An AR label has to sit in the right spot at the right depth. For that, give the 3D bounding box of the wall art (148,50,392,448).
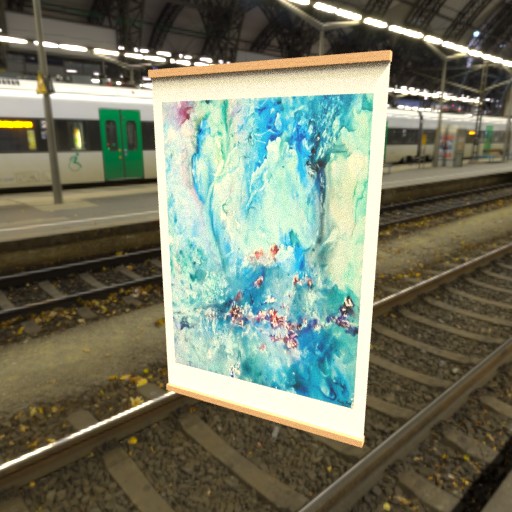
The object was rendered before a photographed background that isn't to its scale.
[{"bbox_3d":[0.000,0.000,1.258,0.669,1.020,0.027,7,16,25],"label":"wall art"}]
